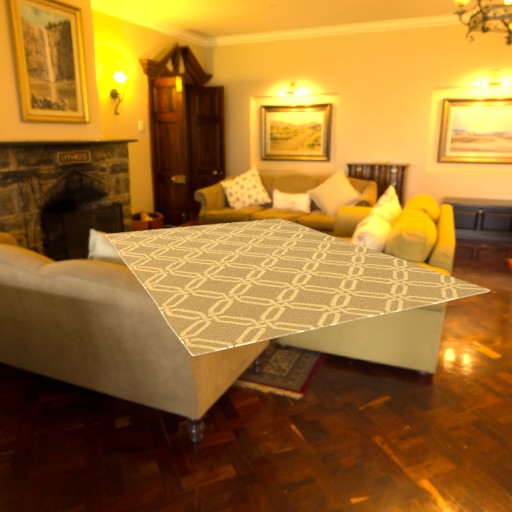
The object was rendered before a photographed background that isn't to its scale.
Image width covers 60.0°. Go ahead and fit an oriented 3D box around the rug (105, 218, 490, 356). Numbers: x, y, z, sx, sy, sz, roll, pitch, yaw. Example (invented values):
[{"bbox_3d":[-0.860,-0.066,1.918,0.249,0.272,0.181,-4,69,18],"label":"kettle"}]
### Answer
[{"bbox_3d":[0.000,0.000,2.756,1.524,0.013,2.135,-7,17,-25],"label":"rug"}]
